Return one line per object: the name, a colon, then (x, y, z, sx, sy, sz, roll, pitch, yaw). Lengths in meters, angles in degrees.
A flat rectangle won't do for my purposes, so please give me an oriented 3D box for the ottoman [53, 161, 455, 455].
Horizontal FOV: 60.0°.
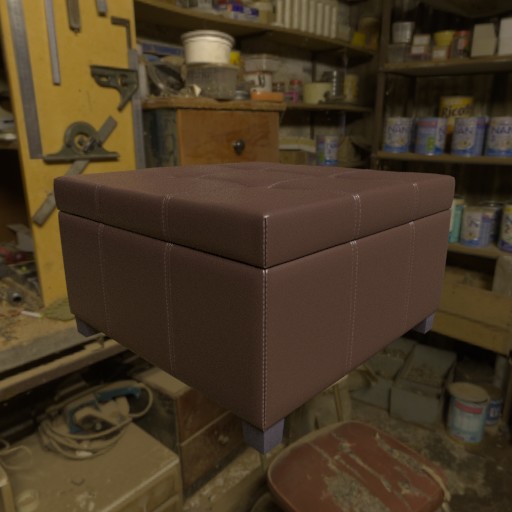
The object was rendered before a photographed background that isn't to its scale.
ottoman: (0.000, 0.000, 1.253, 0.788, 0.460, 0.787, 15, 22, 42)
